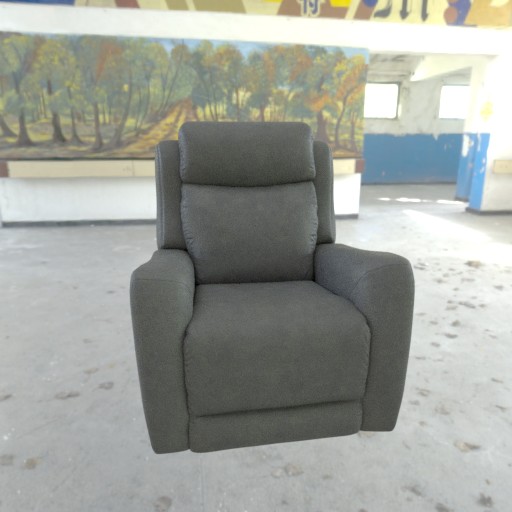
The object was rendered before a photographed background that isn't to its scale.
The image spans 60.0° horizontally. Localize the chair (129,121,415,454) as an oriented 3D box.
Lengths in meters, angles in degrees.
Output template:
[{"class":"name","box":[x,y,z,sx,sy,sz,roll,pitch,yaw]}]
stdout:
[{"class":"chair","box":[0.000,0.000,1.885,0.967,1.116,1.068,-2,16,-8]}]
